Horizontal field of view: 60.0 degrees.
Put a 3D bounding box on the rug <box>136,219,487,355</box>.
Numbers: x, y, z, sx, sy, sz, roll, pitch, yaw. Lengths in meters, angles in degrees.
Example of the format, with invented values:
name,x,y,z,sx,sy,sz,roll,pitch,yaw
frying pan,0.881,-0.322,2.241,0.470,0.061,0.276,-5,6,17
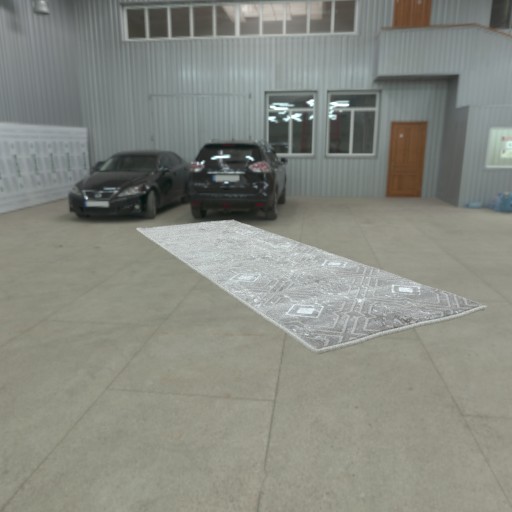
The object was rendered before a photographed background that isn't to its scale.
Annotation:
name,x,y,z,sx,sy,sz,roll,pitch,yaw
rug,0.000,0.000,2.597,0.832,0.035,2.381,-7,16,-27
